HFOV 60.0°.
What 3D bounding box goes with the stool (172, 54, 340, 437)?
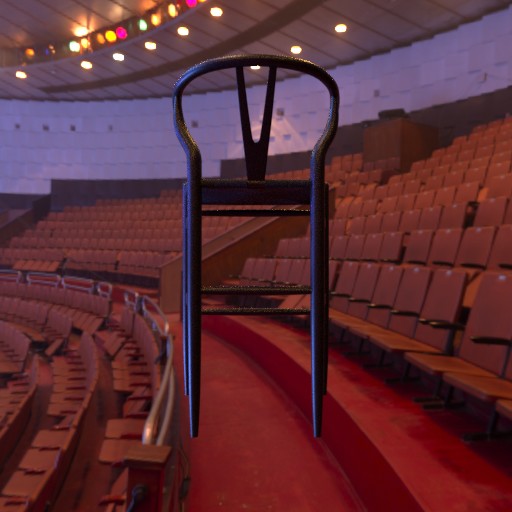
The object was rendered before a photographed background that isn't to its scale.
[{"bbox_3d":[0.000,0.000,1.454,0.569,1.072,0.579,0,0,0],"label":"stool"}]
